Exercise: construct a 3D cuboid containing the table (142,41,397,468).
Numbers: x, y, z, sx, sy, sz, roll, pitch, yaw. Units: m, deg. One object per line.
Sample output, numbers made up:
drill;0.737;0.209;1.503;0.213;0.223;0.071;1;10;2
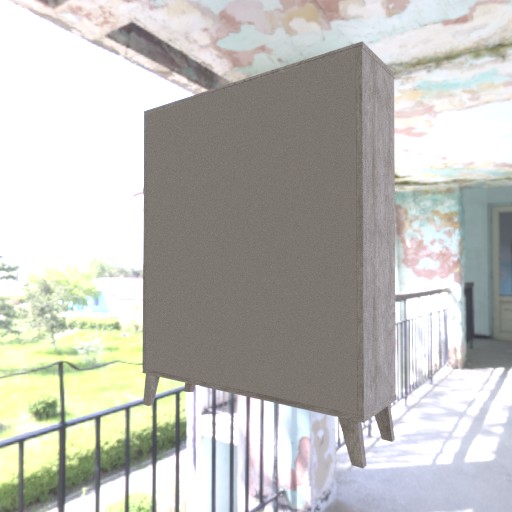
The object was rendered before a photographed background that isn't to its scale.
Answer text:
table;0.000;0.000;1.548;0.902;1.135;0.256;-1;-1;37
